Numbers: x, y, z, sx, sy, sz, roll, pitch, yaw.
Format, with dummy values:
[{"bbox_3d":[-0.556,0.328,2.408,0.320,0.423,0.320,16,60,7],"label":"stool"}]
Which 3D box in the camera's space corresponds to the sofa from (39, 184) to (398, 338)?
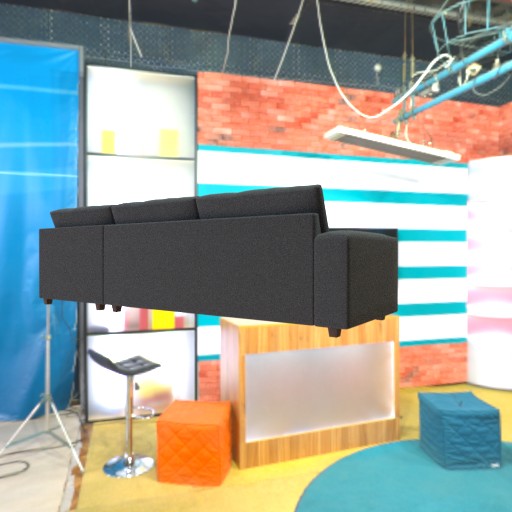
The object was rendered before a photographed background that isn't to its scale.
[{"bbox_3d":[0.000,0.000,4.696,3.277,0.965,2.895,0,0,34],"label":"sofa"}]
